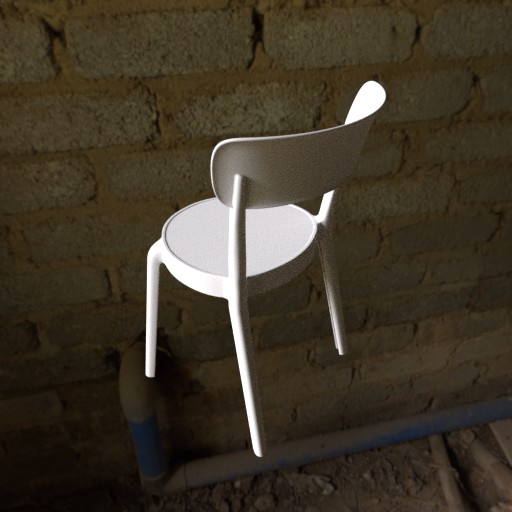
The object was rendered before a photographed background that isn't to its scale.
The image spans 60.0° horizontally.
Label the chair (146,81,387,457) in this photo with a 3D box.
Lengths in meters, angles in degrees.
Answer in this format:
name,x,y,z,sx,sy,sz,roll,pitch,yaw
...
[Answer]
name,x,y,z,sx,sy,sz,roll,pitch,yaw
chair,0.000,0.000,1.109,0.491,0.790,0.506,23,40,30
